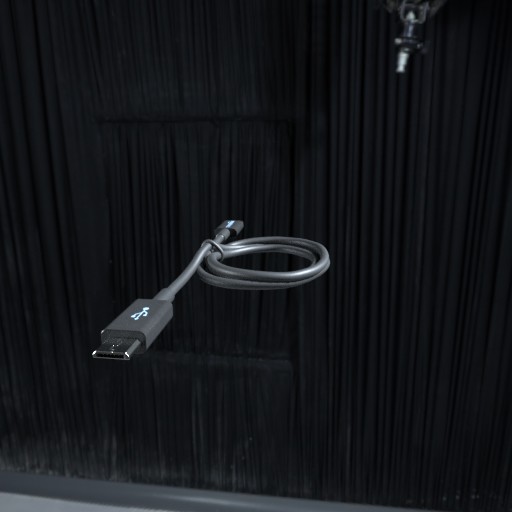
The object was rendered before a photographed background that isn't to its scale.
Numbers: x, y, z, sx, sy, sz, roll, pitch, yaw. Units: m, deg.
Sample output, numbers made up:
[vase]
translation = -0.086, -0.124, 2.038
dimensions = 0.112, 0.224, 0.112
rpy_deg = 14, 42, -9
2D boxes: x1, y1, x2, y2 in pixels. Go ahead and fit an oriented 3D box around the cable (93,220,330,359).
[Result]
[cable]
translation = 0.000, 0.000, 0.210
dimensions = 0.070, 0.014, 0.192
rpy_deg = 2, 16, 7
